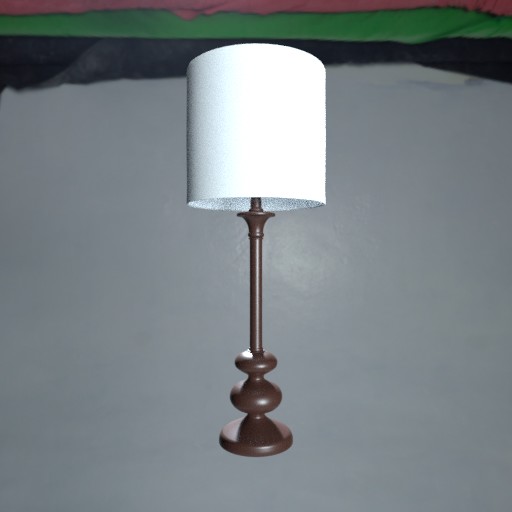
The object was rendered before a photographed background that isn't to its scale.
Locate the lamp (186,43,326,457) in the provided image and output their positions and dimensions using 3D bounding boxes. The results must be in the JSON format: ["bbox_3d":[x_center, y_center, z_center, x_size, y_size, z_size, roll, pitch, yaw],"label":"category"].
[{"bbox_3d":[0.000,0.000,0.822,0.254,0.690,0.254,0,1,-1],"label":"lamp"}]
